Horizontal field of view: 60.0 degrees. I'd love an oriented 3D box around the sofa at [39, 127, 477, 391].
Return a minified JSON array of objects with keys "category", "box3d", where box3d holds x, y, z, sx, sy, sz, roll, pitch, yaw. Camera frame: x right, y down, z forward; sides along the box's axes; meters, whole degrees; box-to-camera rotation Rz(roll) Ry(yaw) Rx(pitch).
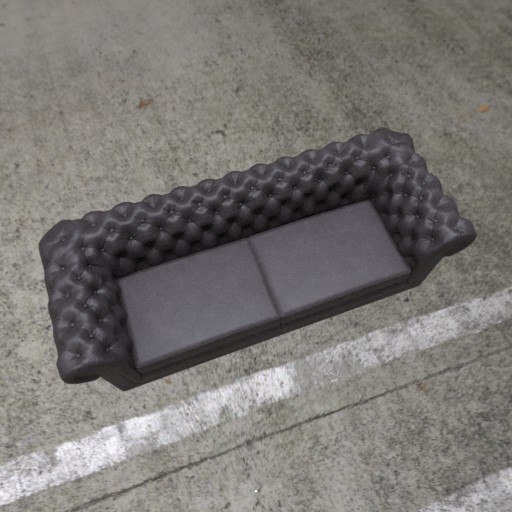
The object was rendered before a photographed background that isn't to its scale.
[{"category":"sofa","box3d":[0.000,0.000,2.795,2.385,0.783,0.944,-18,64,-9]}]
